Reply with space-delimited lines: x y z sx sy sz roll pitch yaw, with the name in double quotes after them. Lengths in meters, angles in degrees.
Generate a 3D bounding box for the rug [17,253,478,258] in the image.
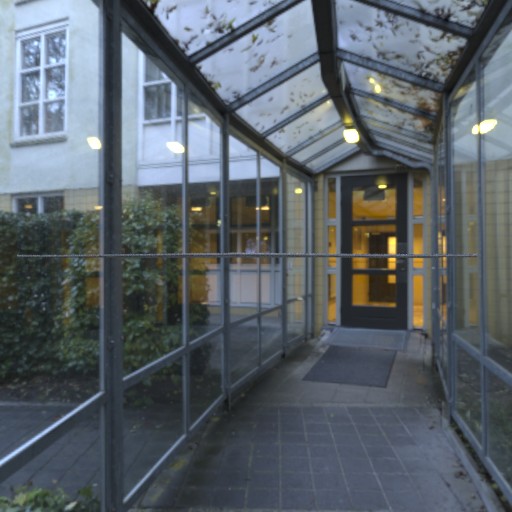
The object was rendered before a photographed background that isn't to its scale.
0.000 0.000 2.187 1.789 0.021 1.159 0 0 17 "rug"
